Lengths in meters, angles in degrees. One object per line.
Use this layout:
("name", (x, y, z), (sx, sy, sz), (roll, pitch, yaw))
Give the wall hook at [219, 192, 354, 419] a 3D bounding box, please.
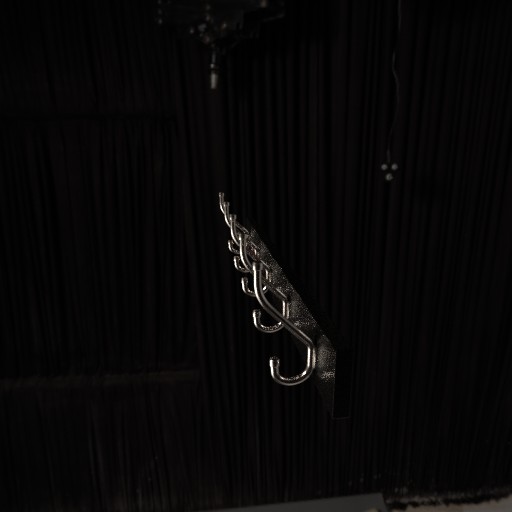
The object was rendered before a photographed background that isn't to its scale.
("wall hook", (0.000, 0.000, 0.606), (0.071, 0.117, 0.571), (-2, 15, -8))
